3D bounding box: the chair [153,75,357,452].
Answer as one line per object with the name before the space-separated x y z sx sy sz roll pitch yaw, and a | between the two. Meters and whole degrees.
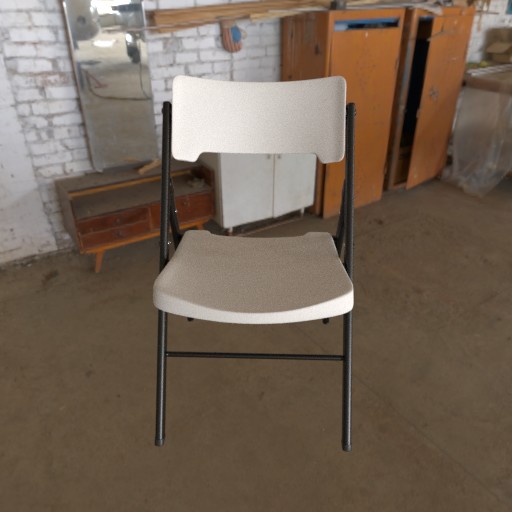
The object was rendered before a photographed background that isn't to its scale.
chair | 0.000 0.000 1.095 0.482 0.765 0.577 1 31 2
